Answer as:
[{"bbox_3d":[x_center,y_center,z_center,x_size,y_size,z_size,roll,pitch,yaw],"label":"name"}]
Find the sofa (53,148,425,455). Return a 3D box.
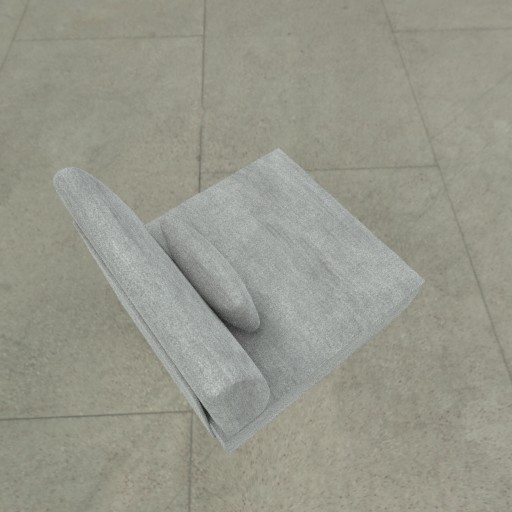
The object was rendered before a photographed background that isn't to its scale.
[{"bbox_3d":[0.000,0.000,1.712,1.000,0.820,0.930,-34,64,-19],"label":"sofa"}]
